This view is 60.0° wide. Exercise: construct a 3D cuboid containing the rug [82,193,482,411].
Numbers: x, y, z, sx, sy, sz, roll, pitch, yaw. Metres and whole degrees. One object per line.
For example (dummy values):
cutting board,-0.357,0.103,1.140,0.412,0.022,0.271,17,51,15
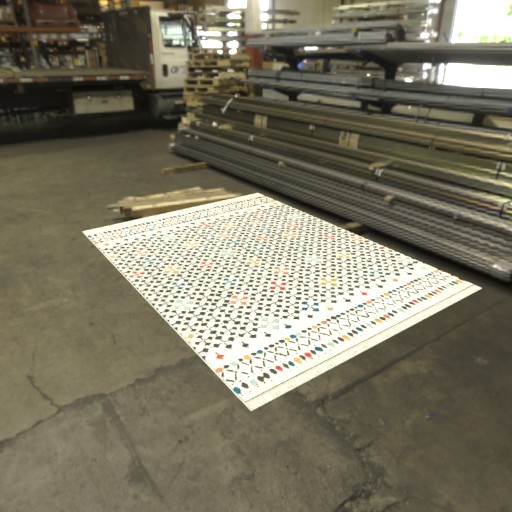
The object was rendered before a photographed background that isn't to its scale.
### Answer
rug,0.000,0.000,2.069,1.146,0.006,1.556,-17,31,-32
